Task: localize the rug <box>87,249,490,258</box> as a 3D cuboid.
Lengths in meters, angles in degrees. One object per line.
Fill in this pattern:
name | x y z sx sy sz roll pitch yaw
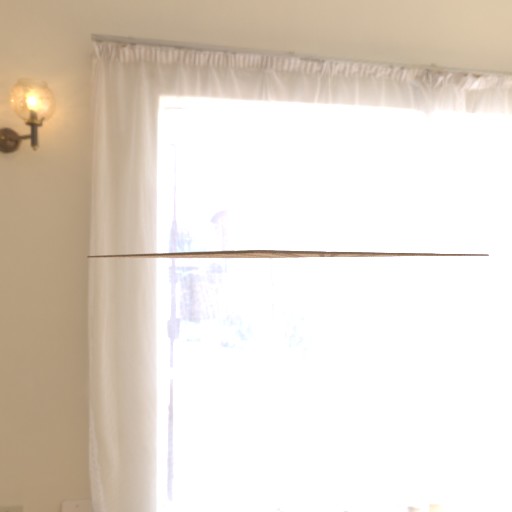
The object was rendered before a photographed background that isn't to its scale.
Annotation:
rug | 0.000 0.000 2.936 1.600 0.013 2.260 0 -1 -35
